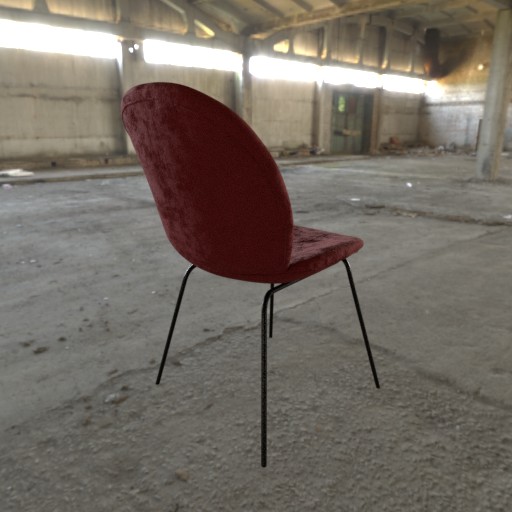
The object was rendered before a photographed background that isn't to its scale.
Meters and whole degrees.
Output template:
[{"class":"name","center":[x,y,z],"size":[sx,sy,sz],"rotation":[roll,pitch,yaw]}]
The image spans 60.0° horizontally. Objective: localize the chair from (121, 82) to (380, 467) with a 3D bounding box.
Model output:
[{"class":"chair","center":[0.000,0.000,1.133],"size":[0.587,0.791,0.458],"rotation":[-14,21,-41]}]
